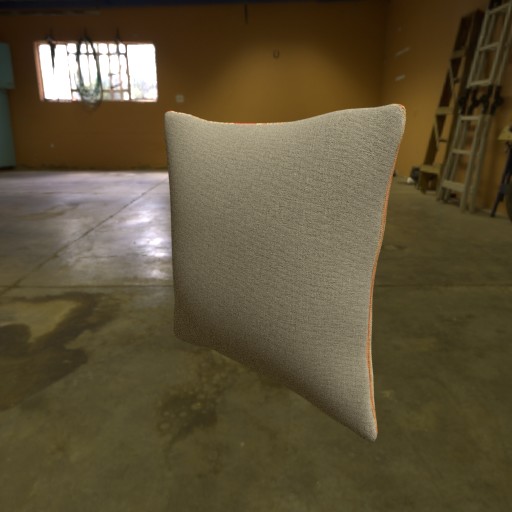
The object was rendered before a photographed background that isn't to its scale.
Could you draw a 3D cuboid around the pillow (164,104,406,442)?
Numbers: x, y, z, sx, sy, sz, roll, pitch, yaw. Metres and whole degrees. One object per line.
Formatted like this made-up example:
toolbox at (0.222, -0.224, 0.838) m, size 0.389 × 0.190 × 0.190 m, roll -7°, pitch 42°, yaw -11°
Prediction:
pillow at (0.000, 0.000, 0.660) m, size 0.437 × 0.419 × 0.136 m, roll 16°, pitch 23°, yaw 42°
